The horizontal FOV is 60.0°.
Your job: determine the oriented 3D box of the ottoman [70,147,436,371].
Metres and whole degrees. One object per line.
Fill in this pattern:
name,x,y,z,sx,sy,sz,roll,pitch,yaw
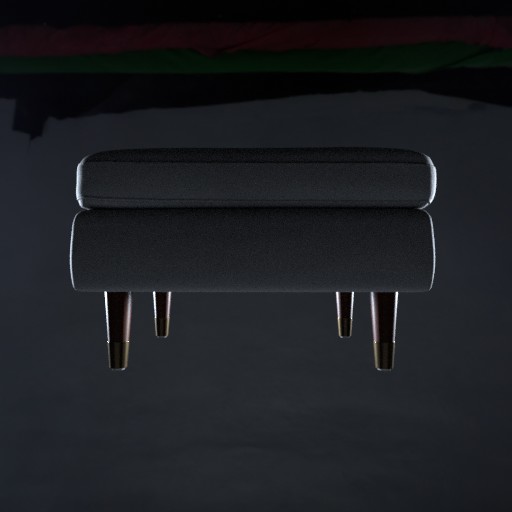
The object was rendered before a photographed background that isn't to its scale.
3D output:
ottoman,0.000,0.000,1.123,0.747,0.478,0.593,0,-1,0
